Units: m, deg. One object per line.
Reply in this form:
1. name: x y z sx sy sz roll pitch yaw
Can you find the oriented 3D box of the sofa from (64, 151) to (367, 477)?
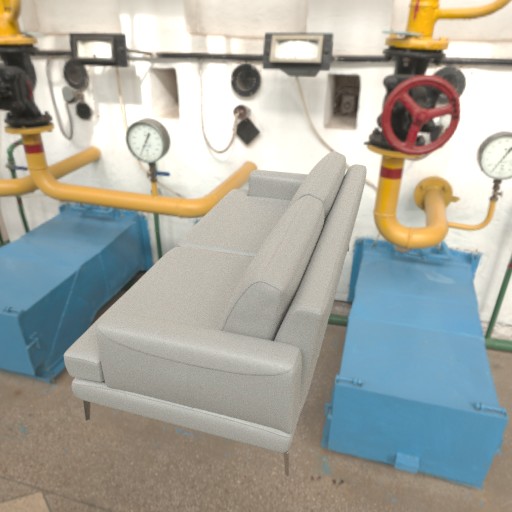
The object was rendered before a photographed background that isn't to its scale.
1. sofa: 0.000 0.000 2.366 0.974 0.765 1.940 8 30 15
